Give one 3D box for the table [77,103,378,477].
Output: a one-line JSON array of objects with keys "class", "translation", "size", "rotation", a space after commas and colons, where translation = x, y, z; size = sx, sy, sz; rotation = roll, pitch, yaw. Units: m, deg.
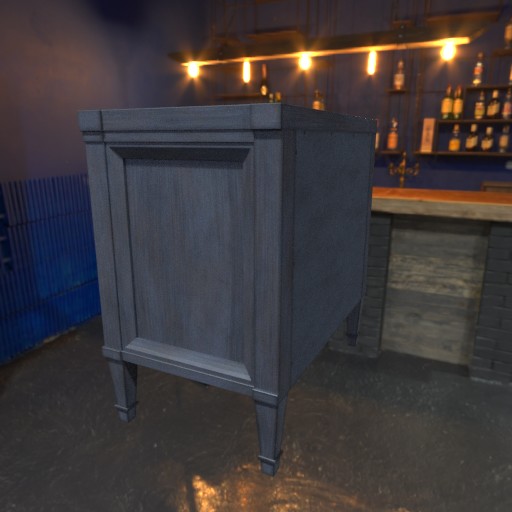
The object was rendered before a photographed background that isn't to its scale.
[{"class": "table", "translation": [0.000, 0.000, 1.096], "size": [0.413, 0.660, 0.660], "rotation": [7, 16, 26]}]
